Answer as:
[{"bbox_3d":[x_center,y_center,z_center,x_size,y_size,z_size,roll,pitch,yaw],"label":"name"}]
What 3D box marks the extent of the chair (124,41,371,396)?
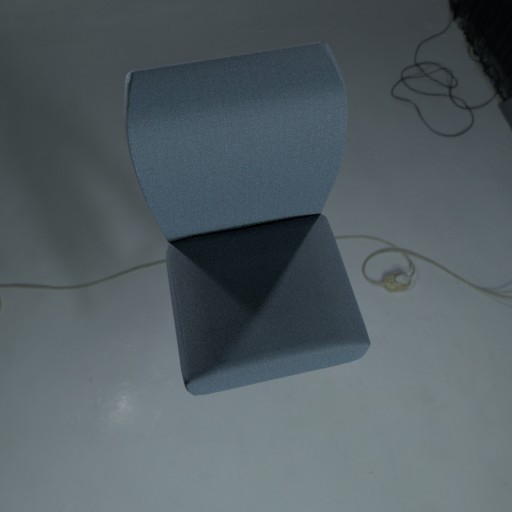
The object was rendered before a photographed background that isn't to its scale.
[{"bbox_3d":[0.000,0.000,1.182,0.513,0.804,0.592,-12,65,-6],"label":"chair"}]
